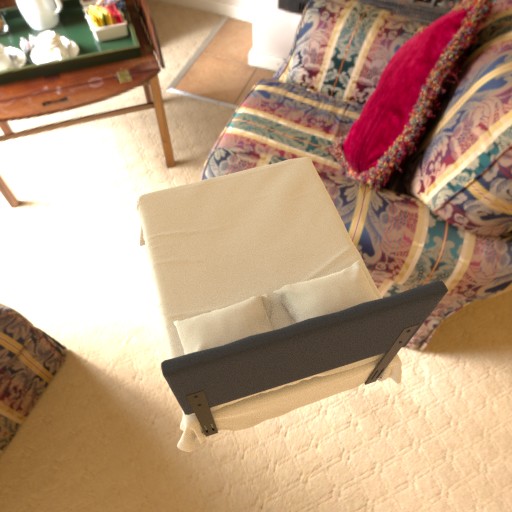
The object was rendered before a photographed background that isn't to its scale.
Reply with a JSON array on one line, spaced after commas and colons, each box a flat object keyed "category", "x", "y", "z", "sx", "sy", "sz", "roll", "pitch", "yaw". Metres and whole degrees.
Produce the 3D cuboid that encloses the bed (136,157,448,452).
[{"category": "bed", "x": 0.000, "y": 0.000, "z": 3.522, "sx": 1.936, "sy": 1.577, "sz": 2.222, "roll": -15, "pitch": 58, "yaw": -9}]
